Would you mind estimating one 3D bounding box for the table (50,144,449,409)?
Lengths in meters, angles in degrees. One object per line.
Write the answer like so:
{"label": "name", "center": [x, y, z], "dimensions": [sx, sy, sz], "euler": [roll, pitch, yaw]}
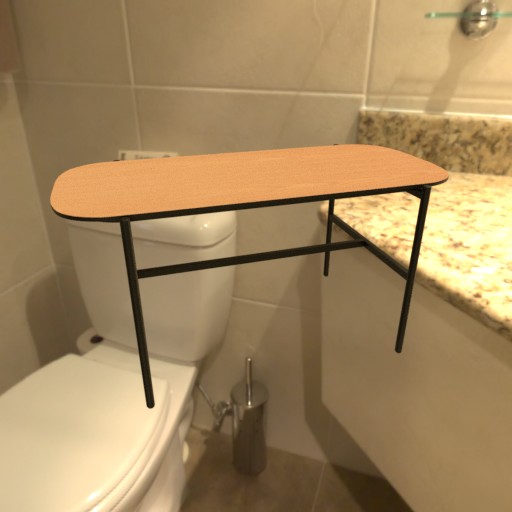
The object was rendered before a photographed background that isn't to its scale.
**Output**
{"label": "table", "center": [0.000, 0.000, 1.028], "dimensions": [0.800, 0.400, 0.400], "euler": [-8, 27, -16]}
